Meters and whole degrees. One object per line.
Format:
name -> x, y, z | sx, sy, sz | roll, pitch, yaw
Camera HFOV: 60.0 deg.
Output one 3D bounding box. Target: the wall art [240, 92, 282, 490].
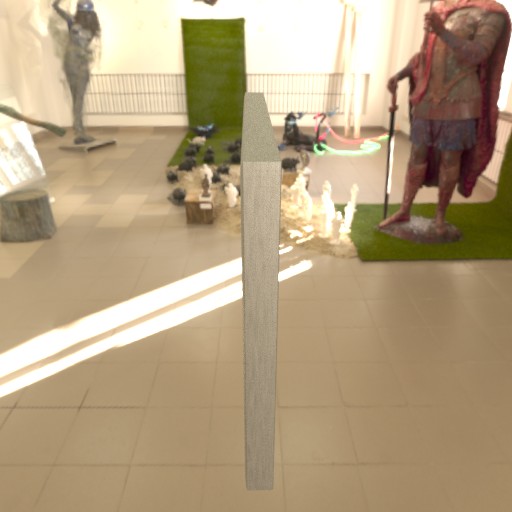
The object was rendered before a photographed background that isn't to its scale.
wall art -> 0.000, 0.000, 0.536 | 0.028, 0.330, 0.380 | 0, 27, -1
